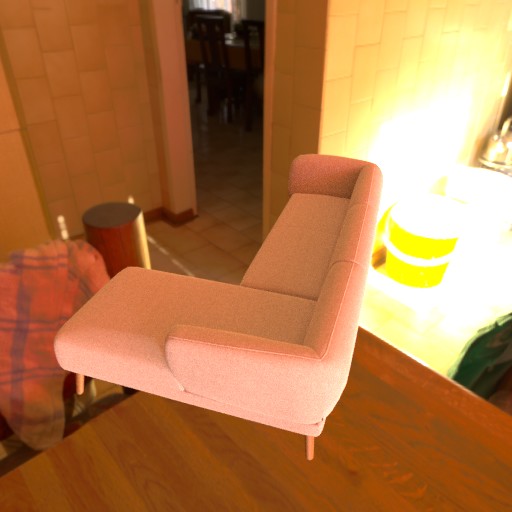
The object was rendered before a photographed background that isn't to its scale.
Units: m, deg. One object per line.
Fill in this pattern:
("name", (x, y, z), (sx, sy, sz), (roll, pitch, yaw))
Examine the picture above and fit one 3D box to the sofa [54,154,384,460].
("sofa", (0.000, 0.000, 3.217), (1.610, 0.730, 2.660), (10, 33, 15))
